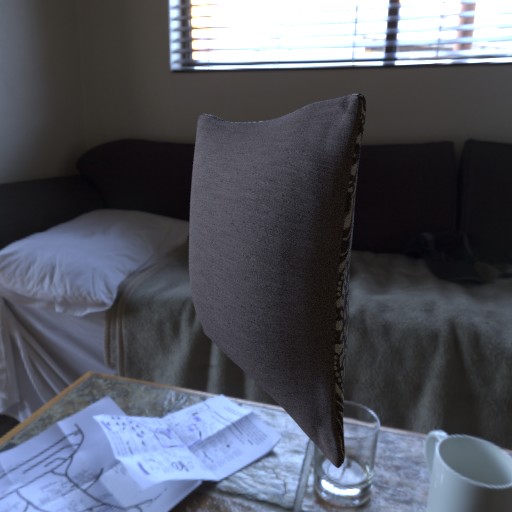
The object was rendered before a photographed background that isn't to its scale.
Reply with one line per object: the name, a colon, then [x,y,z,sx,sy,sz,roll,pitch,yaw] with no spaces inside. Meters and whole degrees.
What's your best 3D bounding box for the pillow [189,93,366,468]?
pillow: [0.000,0.000,0.650,0.148,0.417,0.436,-8,17,-27]
